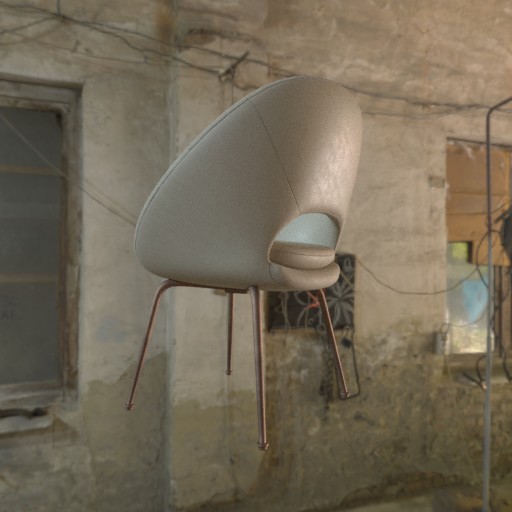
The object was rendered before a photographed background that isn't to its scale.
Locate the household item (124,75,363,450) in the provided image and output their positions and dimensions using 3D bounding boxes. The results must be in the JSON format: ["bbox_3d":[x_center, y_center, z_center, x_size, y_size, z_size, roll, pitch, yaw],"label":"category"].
[{"bbox_3d":[0.000,0.000,1.268,0.573,0.852,0.623,0,0,35],"label":"household item"}]
